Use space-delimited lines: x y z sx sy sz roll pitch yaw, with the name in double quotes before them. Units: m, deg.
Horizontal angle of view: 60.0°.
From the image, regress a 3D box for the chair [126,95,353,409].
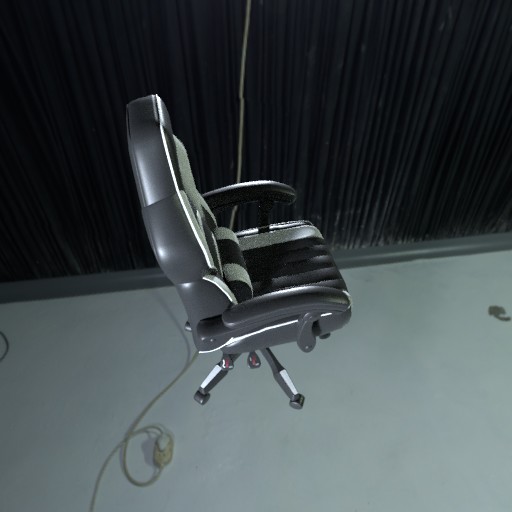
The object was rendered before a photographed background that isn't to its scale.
"chair" 0.000 0.000 1.611 0.700 1.200 0.676 -10 46 -9
